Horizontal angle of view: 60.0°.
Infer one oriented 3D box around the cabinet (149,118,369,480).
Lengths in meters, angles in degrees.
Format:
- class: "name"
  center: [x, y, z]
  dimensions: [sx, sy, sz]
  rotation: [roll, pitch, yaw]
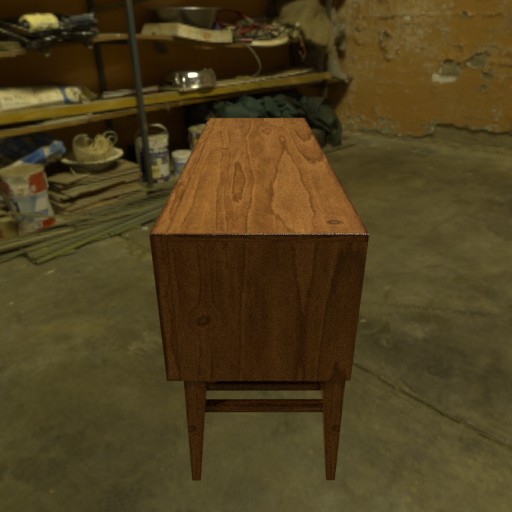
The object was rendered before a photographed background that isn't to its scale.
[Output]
- class: "cabinet"
  center: [0.000, 0.000, 1.723]
  dimensions: [0.477, 0.802, 1.363]
  rotation: [0, 27, 0]
